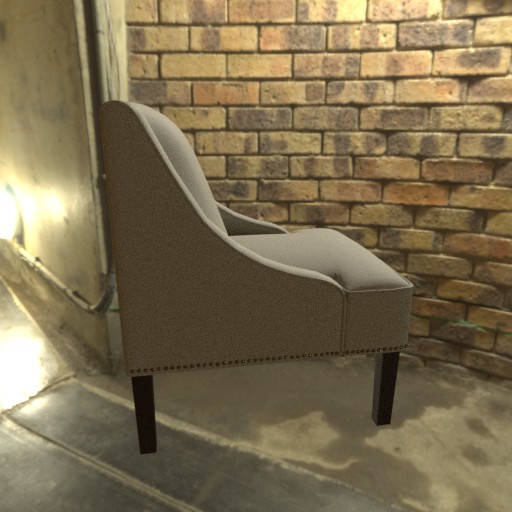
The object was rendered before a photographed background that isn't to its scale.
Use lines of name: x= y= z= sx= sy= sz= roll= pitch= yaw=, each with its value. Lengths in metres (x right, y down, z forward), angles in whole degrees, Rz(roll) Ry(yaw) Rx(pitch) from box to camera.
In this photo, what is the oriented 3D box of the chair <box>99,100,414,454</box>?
chair: x=0.000 y=0.000 z=1.332 sx=0.737 sy=0.864 sz=0.610 roll=-3 pitch=18 yaw=-9
